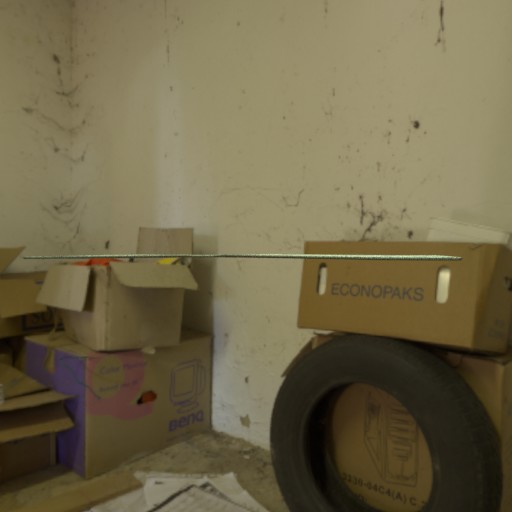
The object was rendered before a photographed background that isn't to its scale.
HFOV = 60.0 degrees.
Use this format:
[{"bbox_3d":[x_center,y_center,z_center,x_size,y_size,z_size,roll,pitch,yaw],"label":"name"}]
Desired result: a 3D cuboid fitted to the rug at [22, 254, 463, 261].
[{"bbox_3d":[0.000,0.000,5.152,4.078,0.052,2.802,0,0,18],"label":"rug"}]
